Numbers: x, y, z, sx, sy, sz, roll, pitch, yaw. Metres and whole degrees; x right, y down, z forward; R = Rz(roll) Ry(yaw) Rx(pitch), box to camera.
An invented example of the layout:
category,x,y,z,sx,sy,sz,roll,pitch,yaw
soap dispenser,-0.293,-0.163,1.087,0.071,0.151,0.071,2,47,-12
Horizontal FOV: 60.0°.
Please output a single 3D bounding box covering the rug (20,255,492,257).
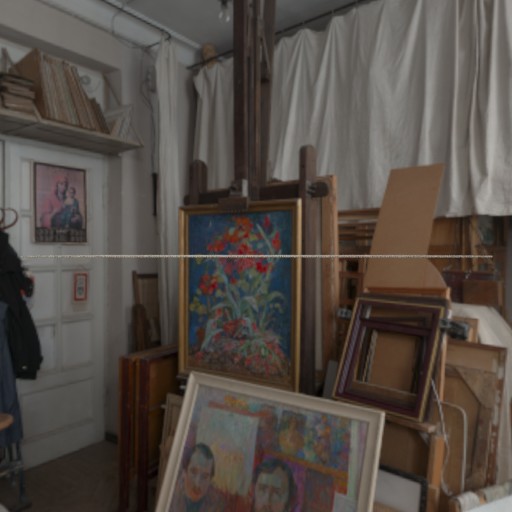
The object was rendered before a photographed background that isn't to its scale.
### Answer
category,x,y,z,sx,sy,sz,roll,pitch,yaw
rug,0.000,0.000,2.215,1.752,0.006,1.142,0,0,-1
